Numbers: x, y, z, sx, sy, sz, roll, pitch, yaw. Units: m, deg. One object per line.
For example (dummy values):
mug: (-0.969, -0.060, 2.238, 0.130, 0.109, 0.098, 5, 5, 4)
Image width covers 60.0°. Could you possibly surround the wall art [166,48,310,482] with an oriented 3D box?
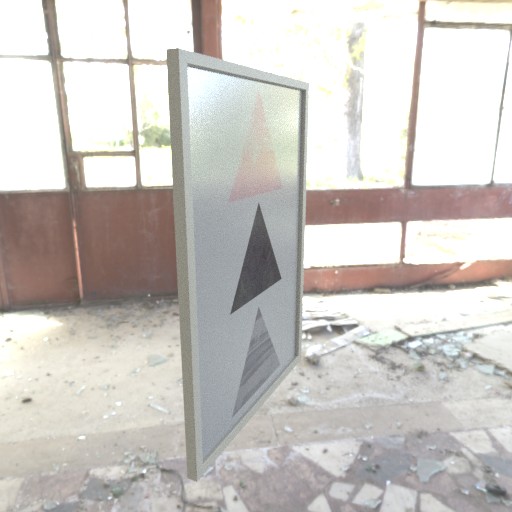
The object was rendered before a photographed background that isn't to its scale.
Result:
wall art: (0.000, 0.000, 0.555, 0.013, 0.433, 0.303, 8, 17, 26)
